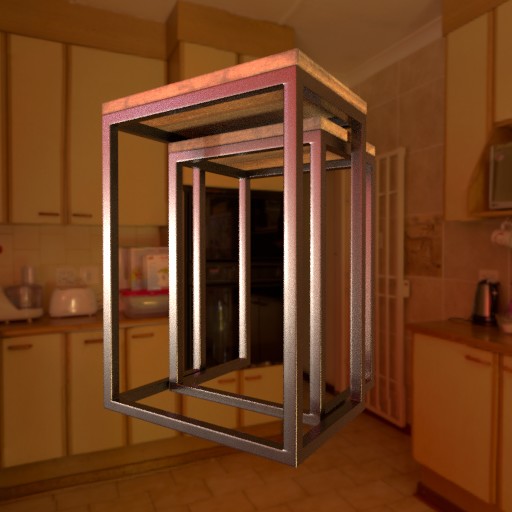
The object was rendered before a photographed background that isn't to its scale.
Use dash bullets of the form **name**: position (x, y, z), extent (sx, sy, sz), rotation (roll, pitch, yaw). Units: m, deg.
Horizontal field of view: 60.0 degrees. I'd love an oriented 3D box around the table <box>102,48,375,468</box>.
- **table**: position (0.000, 0.000, 0.953), extent (0.456, 0.615, 0.460), rotation (1, 1, 36)
